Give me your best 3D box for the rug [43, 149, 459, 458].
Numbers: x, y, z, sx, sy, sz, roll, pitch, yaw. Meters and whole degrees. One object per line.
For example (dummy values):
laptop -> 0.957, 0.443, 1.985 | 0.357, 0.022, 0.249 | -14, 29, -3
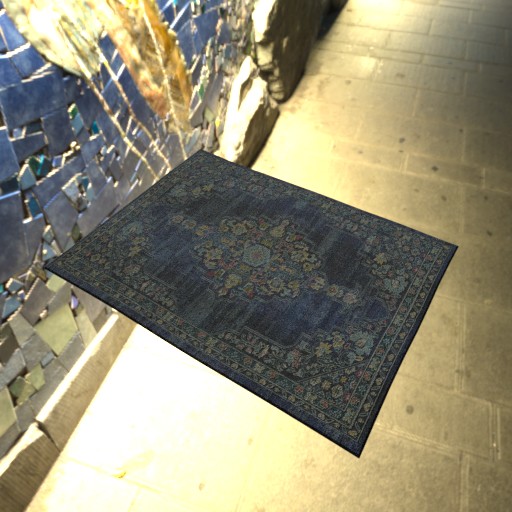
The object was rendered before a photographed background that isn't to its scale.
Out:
rug -> 0.000, 0.000, 4.799 | 3.612, 0.035, 2.716 | 25, 51, 22
